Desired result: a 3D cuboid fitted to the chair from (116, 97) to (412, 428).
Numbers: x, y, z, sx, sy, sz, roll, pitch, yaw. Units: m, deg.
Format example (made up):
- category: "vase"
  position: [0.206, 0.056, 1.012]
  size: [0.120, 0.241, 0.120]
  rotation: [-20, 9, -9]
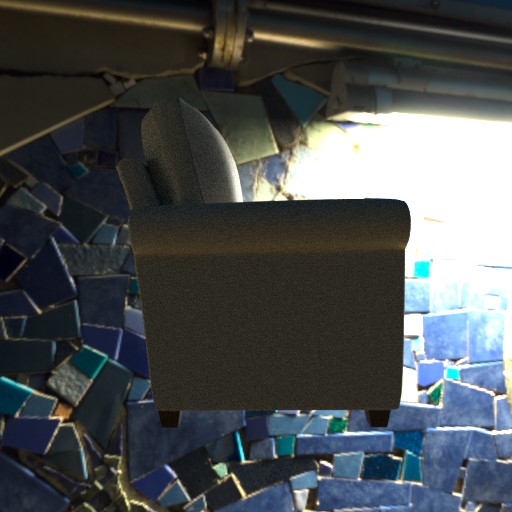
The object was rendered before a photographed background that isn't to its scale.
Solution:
- category: "chair"
  position: [0.000, 0.000, 2.271]
  size: [1.180, 1.349, 1.275]
  rotation: [0, 0, 0]
